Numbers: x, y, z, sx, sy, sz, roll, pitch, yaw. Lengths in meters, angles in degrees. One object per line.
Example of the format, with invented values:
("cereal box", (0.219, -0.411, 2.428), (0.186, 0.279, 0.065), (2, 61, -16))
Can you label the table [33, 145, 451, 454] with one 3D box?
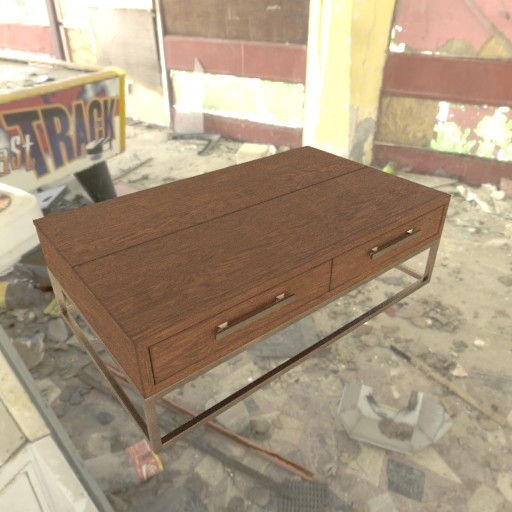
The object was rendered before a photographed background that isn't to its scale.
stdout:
("table", (0.000, 0.000, 1.515), (1.167, 0.361, 0.719), (-23, 38, -32))
